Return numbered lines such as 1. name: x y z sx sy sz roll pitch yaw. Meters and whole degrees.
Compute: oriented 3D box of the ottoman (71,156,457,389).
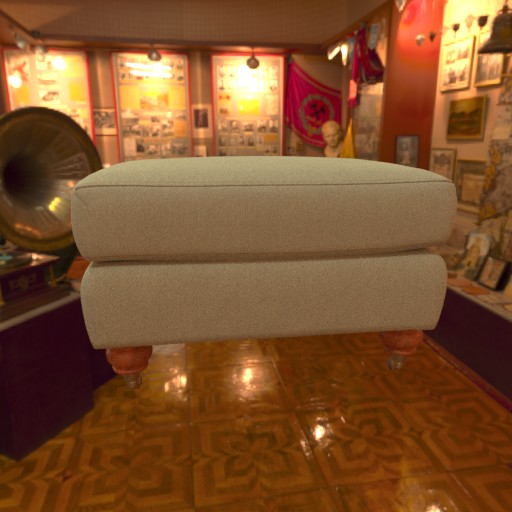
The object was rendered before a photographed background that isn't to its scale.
1. ottoman: 0.000 0.000 1.141 0.773 0.499 0.569 -2 15 -8
